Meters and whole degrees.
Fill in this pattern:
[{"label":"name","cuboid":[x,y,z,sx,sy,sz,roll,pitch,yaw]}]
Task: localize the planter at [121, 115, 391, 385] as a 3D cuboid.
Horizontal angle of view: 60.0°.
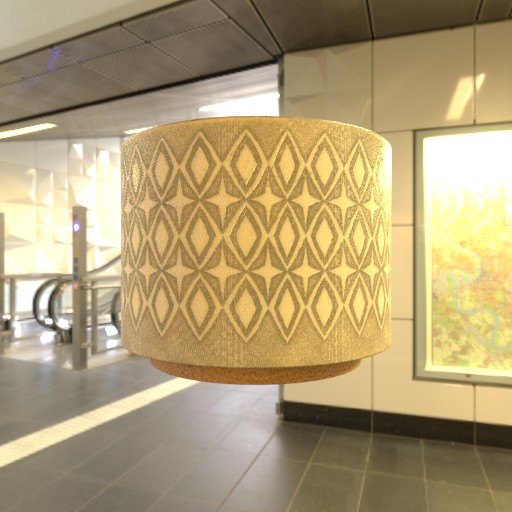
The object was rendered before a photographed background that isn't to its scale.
[{"label":"planter","cuboid":[0.000,0.000,0.319,0.186,0.144,0.186,0,0,0]}]
